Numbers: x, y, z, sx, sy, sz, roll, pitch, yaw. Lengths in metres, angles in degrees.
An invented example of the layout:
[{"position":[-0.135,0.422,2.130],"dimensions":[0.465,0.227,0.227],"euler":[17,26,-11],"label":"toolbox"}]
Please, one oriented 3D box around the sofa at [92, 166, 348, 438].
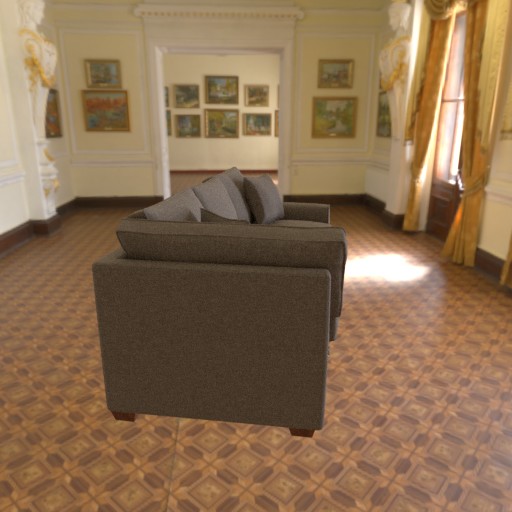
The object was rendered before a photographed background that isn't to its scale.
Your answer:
[{"position":[0.000,0.000,2.916],"dimensions":[1.061,0.962,2.317],"euler":[3,17,8],"label":"sofa"}]
